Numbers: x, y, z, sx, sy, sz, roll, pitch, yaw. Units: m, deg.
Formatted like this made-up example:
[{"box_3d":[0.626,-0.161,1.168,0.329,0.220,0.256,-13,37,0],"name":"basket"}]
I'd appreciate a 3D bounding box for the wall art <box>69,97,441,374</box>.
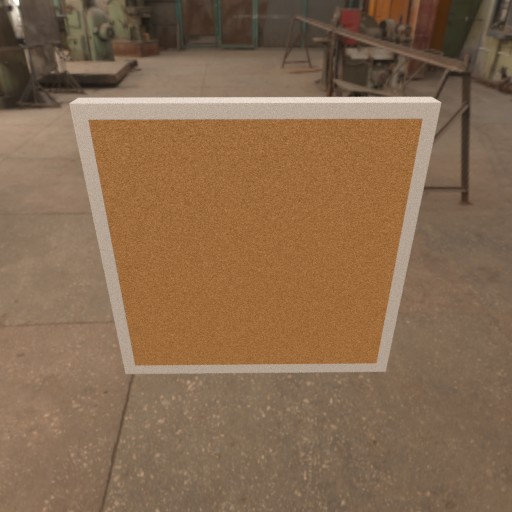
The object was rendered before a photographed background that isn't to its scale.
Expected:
[{"box_3d":[0.000,0.000,0.750,0.507,0.508,0.038,0,31,-1],"name":"wall art"}]
